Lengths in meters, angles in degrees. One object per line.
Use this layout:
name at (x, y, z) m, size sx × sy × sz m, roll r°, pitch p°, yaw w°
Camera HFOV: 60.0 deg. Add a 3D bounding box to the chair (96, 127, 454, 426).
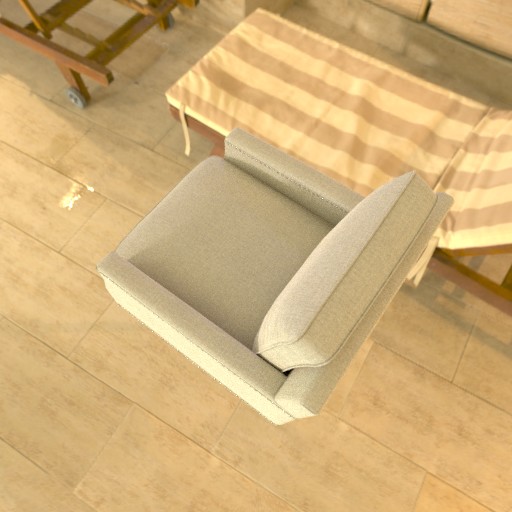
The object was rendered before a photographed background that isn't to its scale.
chair at (0.000, 0.000, 1.727) m, size 1.014 × 0.943 × 0.853 m, roll 33°, pitch 67°, yaw 16°
